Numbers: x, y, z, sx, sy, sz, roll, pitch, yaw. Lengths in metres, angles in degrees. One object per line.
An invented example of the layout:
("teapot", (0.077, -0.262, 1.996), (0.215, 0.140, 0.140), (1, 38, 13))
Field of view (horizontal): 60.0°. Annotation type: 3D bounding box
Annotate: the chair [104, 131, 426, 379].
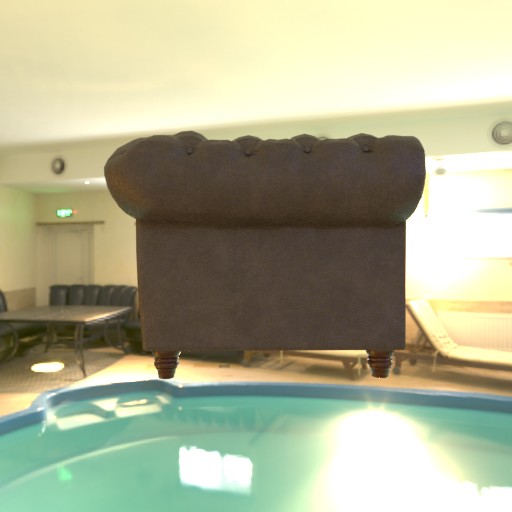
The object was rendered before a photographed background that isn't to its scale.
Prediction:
("chair", (0.000, 0.000, 1.857), (0.943, 0.780, 1.298), (0, 0, -1))
